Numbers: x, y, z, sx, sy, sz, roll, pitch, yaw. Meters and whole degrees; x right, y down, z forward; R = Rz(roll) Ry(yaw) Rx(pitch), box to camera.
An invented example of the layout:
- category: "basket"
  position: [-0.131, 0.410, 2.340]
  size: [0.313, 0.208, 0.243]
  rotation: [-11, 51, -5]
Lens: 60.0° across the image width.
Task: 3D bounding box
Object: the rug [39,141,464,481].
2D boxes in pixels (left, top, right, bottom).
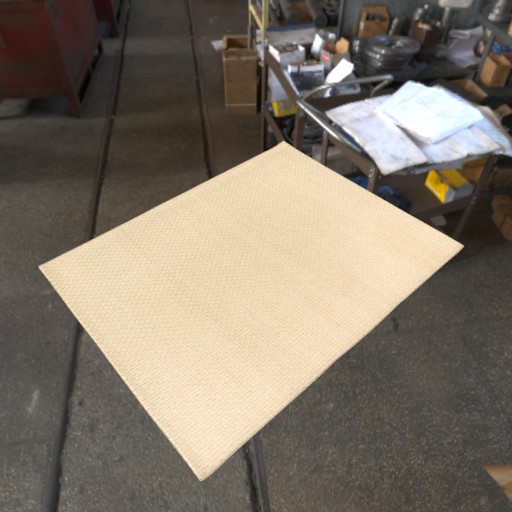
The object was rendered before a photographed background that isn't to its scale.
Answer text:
- category: "rug"
  position: [0.000, 0.000, 3.811]
  size: [2.897, 0.035, 2.277]
  rotation: [-33, 54, -28]
